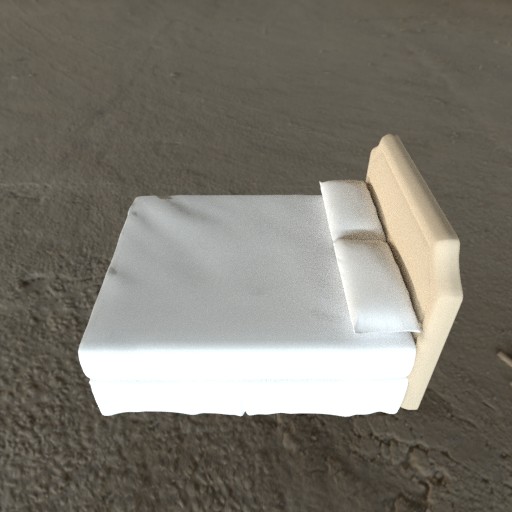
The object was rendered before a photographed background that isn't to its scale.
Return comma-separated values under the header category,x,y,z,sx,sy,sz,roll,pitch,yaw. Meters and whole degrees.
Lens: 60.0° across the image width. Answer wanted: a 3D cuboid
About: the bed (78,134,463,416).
category,x,y,z,sx,sy,sz,roll,pitch,yaw
bed,0.000,0.000,3.798,2.548,1.524,2.134,0,40,0
